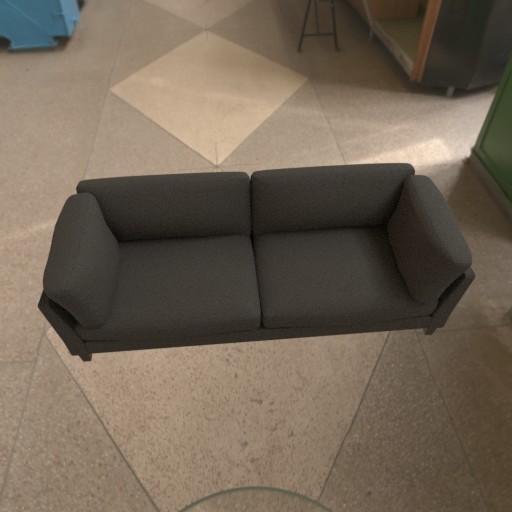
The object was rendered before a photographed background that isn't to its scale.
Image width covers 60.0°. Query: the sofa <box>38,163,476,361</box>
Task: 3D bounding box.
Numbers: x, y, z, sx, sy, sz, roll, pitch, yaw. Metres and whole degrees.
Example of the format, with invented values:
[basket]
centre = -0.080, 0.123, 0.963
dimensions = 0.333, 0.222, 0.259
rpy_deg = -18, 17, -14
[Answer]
[sofa]
centre = 0.000, 0.000, 2.759
dimensions = 2.312, 0.792, 0.969
rpy_deg = -4, 47, -3
